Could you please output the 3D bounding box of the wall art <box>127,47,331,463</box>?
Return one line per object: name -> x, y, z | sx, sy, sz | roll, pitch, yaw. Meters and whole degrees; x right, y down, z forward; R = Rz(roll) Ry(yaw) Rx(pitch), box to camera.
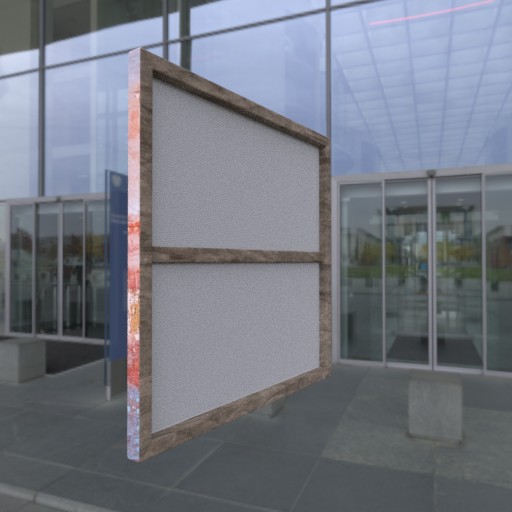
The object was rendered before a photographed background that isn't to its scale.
wall art -> 0.000, 0.000, 1.102 | 0.035, 0.747, 0.747 | 0, -1, 37
